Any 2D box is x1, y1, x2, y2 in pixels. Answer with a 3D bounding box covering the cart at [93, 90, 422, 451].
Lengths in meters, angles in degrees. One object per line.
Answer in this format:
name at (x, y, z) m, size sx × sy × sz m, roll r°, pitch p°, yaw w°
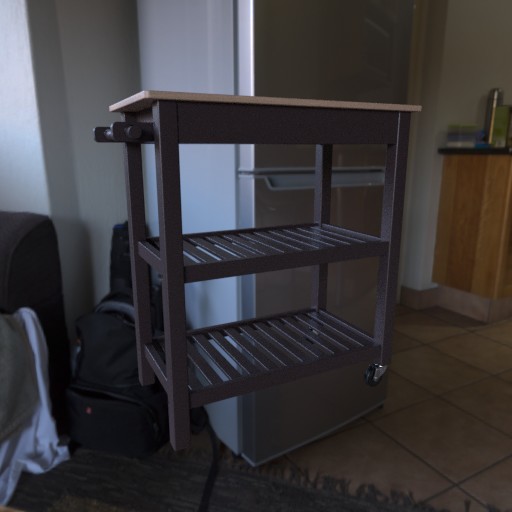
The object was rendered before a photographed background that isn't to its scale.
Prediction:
cart at (0.000, 0.000, 1.439) m, size 0.899 × 0.927 × 0.457 m, roll -7°, pitch 15°, yaw -26°
